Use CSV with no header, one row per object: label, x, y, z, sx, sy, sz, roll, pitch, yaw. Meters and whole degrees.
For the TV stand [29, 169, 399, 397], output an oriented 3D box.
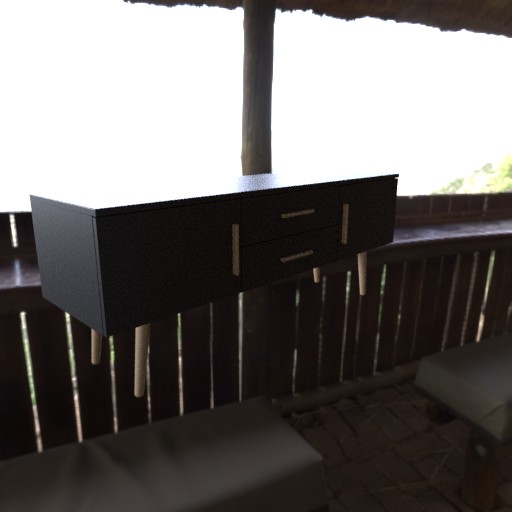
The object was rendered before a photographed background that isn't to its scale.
TV stand,0.000,0.000,1.556,0.390,0.518,1.312,14,21,43
